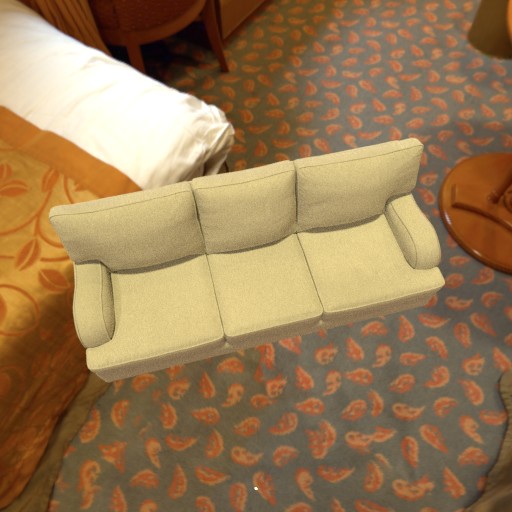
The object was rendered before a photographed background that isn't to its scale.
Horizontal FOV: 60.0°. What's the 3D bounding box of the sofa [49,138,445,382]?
[{"bbox_3d":[0.000,0.000,2.935,2.323,0.991,1.016,-12,63,-6],"label":"sofa"}]
